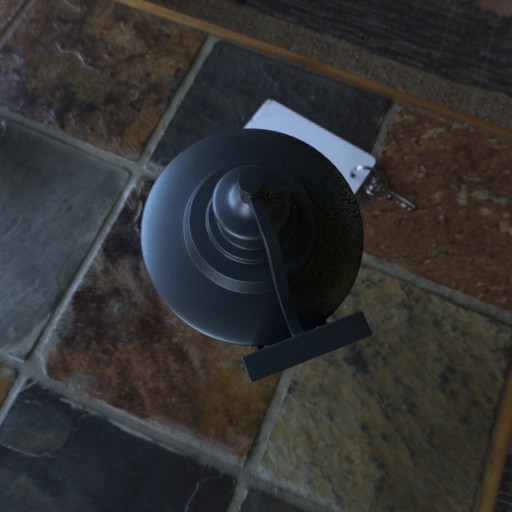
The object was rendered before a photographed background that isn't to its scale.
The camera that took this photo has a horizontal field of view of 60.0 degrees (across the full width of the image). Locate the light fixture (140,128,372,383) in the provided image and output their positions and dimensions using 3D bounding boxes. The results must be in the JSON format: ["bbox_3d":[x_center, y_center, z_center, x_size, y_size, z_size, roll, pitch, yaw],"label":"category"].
[{"bbox_3d":[0.000,0.000,0.497,0.222,0.345,0.252,-20,75,-5],"label":"light fixture"}]
